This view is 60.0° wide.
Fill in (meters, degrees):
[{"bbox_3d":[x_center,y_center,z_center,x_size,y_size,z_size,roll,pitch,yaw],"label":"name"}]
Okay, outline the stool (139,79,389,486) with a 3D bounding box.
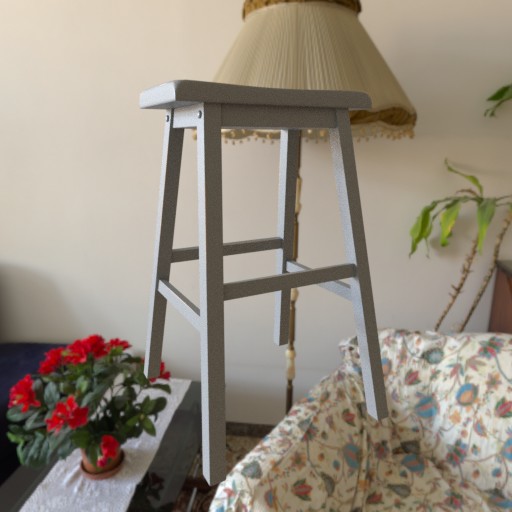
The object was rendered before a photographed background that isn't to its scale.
[{"bbox_3d":[0.000,0.000,1.053,0.457,0.737,0.476,-8,17,-27],"label":"stool"}]
